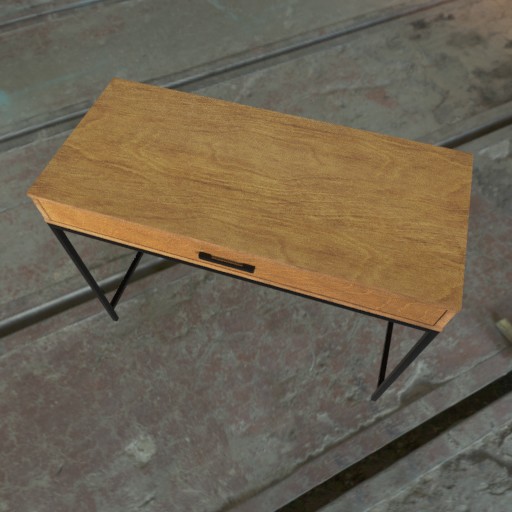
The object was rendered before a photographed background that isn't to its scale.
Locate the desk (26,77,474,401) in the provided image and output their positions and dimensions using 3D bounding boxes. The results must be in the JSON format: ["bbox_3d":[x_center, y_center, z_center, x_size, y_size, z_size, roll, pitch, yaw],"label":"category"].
[{"bbox_3d":[0.000,0.000,1.417,1.016,0.762,0.470,15,59,9],"label":"desk"}]
